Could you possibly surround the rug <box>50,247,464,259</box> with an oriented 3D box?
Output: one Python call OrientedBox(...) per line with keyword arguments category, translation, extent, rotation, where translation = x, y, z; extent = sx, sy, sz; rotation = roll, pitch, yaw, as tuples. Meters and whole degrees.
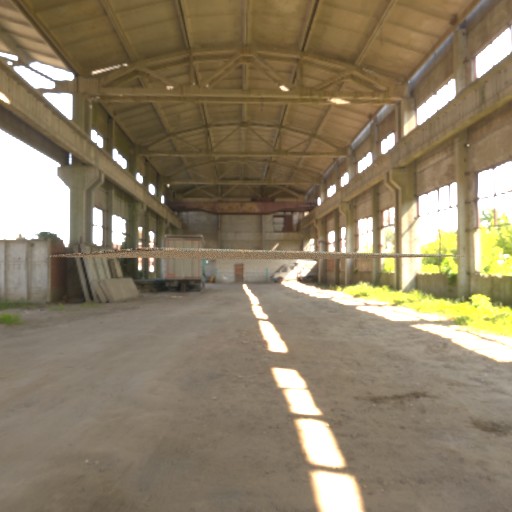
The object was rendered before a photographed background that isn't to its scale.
OrientedBox(category="rug", translation=(0.000, 0.000, 2.274), extent=(1.730, 0.009, 1.278), rotation=(1, -2, -36))
